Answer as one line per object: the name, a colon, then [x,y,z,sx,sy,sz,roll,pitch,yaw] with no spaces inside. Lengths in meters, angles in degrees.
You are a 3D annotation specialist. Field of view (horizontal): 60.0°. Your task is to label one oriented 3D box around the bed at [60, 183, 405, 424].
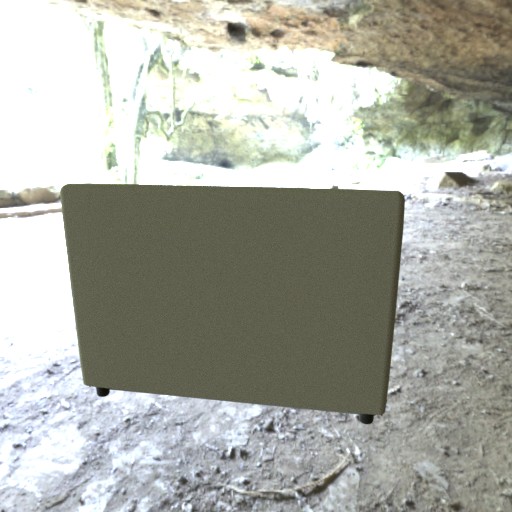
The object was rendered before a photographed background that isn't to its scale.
bed: [0.000,0.000,3.425,1.884,1.330,2.142,3,16,9]
